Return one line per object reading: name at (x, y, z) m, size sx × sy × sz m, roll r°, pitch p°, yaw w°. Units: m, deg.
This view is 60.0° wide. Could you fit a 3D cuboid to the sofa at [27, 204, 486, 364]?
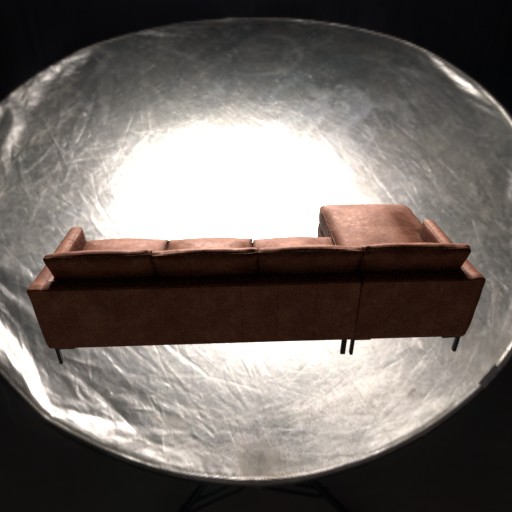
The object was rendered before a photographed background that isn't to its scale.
sofa at (0.000, 0.000, 3.592) m, size 2.993 × 0.859 × 1.471 m, roll -1°, pitch 31°, yaw -2°
